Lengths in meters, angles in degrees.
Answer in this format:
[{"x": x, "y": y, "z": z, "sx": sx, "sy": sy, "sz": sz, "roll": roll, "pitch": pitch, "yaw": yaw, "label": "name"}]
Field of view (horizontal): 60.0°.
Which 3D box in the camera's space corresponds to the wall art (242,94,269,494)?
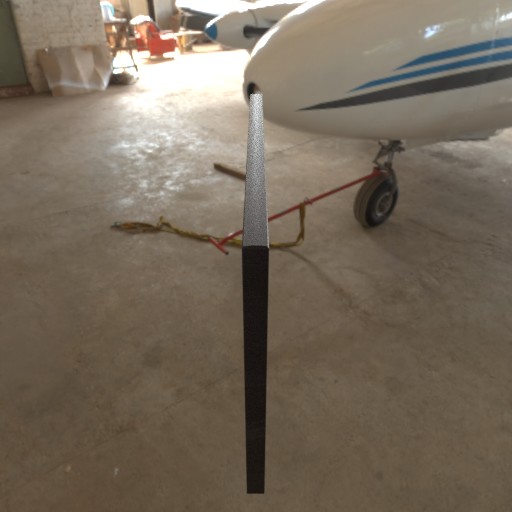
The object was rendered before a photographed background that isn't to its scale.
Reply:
[{"x": 0.000, "y": 0.000, "z": 1.154, "sx": 0.038, "sy": 0.612, "sz": 0.912, "roll": 0, "pitch": 33, "yaw": 0, "label": "wall art"}]
